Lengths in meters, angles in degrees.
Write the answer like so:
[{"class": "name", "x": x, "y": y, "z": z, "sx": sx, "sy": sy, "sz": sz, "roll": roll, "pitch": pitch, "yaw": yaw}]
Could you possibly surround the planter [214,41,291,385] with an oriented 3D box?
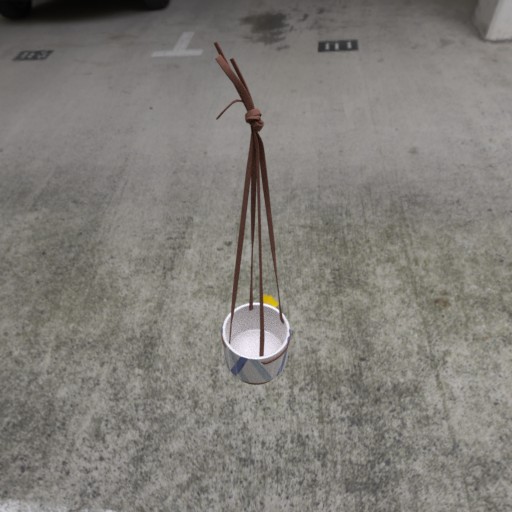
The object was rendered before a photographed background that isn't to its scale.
[{"class": "planter", "x": 0.000, "y": 0.000, "z": 0.819, "sx": 0.157, "sy": 0.753, "sz": 0.153, "roll": 4, "pitch": 46, "yaw": 4}]
